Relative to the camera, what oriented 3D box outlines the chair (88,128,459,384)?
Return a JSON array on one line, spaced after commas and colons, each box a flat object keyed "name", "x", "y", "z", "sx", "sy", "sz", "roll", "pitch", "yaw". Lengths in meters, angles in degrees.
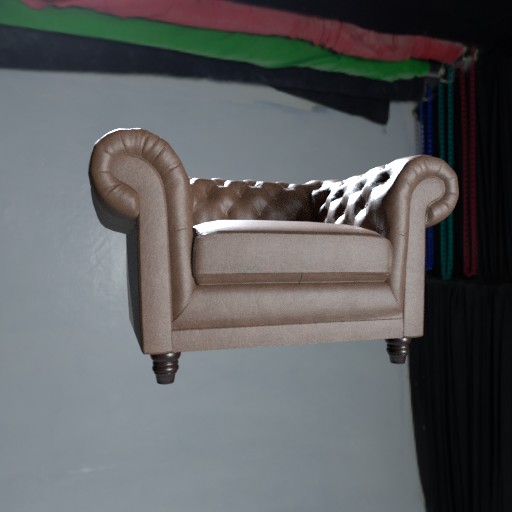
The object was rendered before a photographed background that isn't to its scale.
[{"name": "chair", "x": 0.000, "y": 0.000, "z": 1.860, "sx": 1.298, "sy": 0.784, "sz": 0.954, "roll": 0, "pitch": -1, "yaw": -18}]
